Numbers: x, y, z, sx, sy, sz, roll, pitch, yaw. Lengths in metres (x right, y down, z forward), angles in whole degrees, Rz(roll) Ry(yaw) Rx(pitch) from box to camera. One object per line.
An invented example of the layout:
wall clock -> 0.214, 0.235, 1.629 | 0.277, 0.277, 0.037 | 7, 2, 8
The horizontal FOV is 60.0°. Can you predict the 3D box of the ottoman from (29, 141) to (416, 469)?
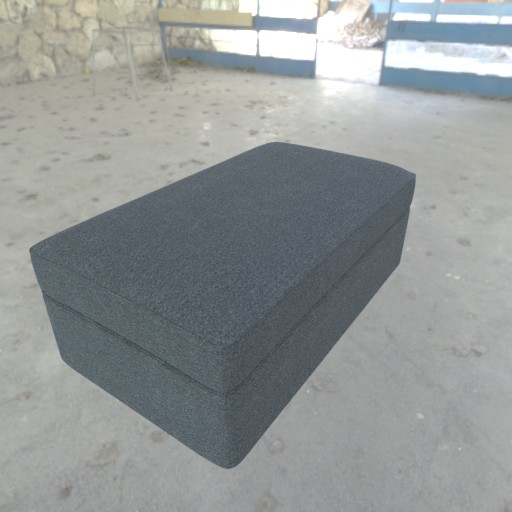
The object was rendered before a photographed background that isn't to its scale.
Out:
ottoman -> 0.000, 0.000, 1.502 | 0.681, 0.494, 1.173 | 20, 36, 29
